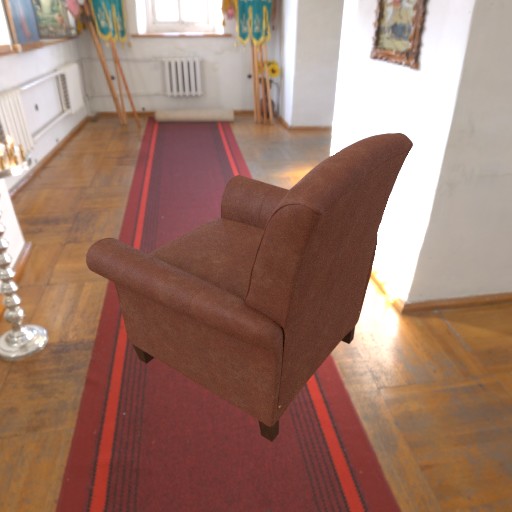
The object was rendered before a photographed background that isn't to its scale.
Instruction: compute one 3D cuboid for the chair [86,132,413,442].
[{"bbox_3d":[0.000,0.000,1.811,0.902,1.061,0.978,20,37,30],"label":"chair"}]
